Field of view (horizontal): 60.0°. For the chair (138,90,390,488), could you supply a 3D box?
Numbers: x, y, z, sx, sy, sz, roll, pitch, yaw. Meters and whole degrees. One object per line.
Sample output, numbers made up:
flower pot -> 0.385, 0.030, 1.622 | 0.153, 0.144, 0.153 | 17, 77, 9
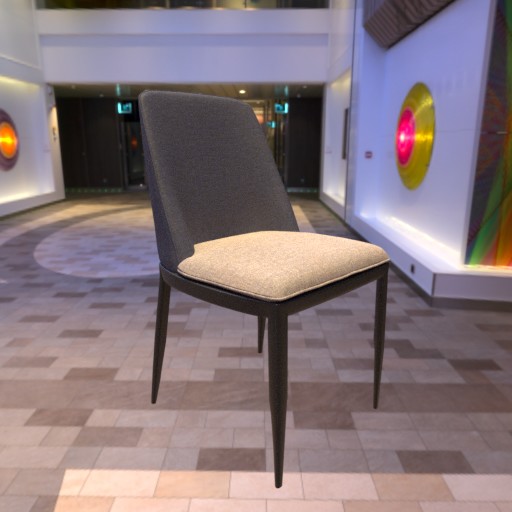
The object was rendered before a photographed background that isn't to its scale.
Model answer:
chair -> 0.000, 0.000, 1.151 | 0.551, 0.839, 0.480 | 13, 20, 43
